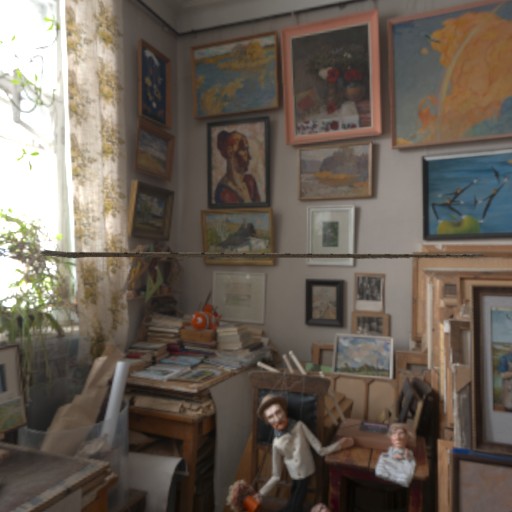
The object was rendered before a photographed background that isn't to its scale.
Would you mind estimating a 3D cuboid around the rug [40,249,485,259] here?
[{"bbox_3d":[0.000,0.000,3.023,2.472,0.035,1.495,0,-1,-17],"label":"rug"}]
